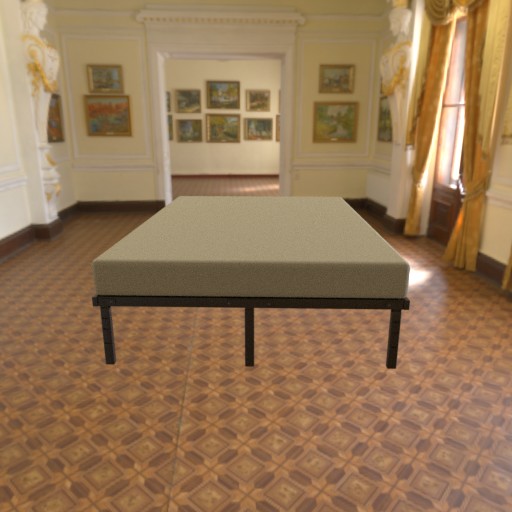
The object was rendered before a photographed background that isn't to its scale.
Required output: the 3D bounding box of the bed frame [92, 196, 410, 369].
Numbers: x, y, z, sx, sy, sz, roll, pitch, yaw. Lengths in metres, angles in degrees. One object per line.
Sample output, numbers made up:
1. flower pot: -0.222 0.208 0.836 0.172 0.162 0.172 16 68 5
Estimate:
1. bed frame: 0.000 0.000 3.921 2.205 0.680 2.842 2 16 9
